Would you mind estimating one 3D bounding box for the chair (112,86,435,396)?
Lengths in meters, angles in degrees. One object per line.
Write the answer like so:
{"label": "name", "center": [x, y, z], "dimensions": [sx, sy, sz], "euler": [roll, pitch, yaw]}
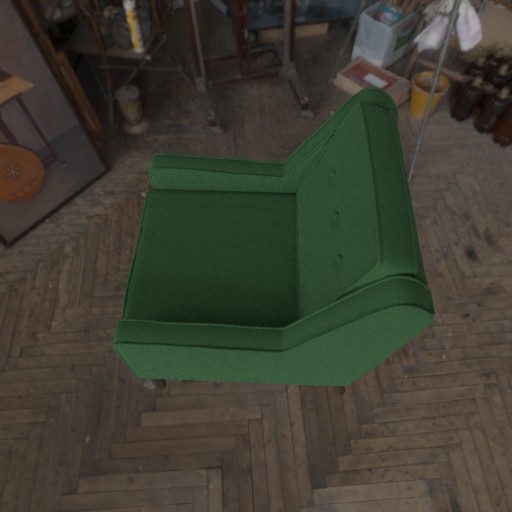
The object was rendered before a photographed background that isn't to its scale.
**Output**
{"label": "chair", "center": [0.000, 0.000, 1.332], "dimensions": [0.743, 0.792, 0.663], "euler": [2, 59, 1]}
